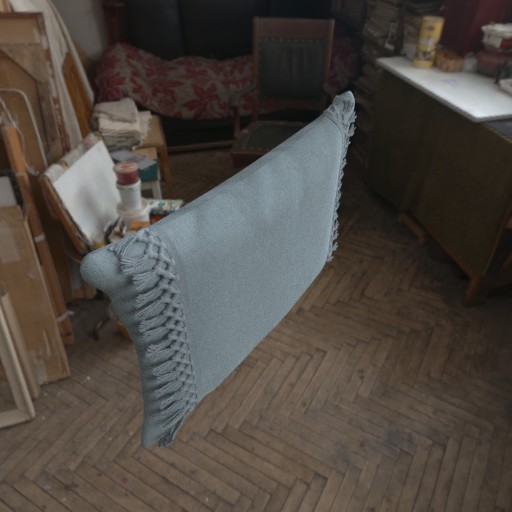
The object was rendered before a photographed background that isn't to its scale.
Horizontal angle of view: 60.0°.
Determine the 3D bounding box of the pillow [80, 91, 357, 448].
[{"bbox_3d":[0.000,0.000,0.584,0.084,0.305,0.466,25,46,27],"label":"pillow"}]
